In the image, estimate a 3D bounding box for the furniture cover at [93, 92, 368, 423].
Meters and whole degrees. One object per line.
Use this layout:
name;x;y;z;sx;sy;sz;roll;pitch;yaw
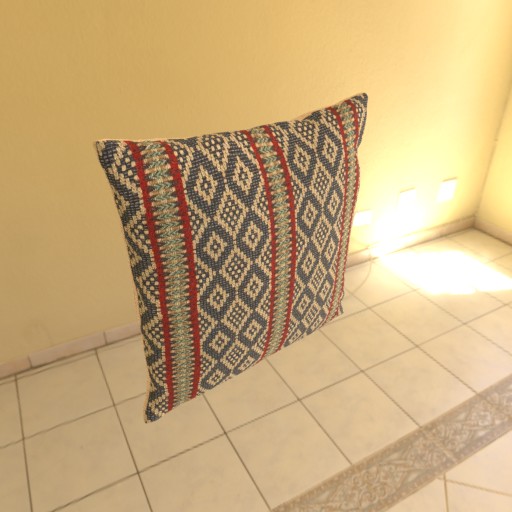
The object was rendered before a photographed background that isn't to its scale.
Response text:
furniture cover;0.000;0.000;0.676;0.431;0.431;0.139;-22;37;-32
